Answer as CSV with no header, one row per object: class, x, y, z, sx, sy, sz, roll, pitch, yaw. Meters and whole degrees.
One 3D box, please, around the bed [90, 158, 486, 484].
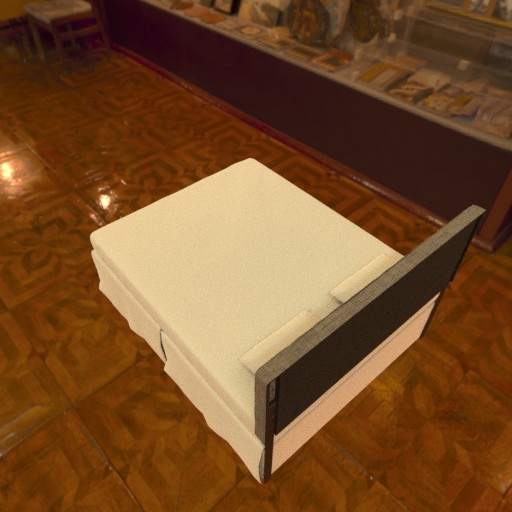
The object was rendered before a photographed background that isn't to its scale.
bed,0.000,0.000,2.950,1.621,1.168,1.958,-31,53,-27
